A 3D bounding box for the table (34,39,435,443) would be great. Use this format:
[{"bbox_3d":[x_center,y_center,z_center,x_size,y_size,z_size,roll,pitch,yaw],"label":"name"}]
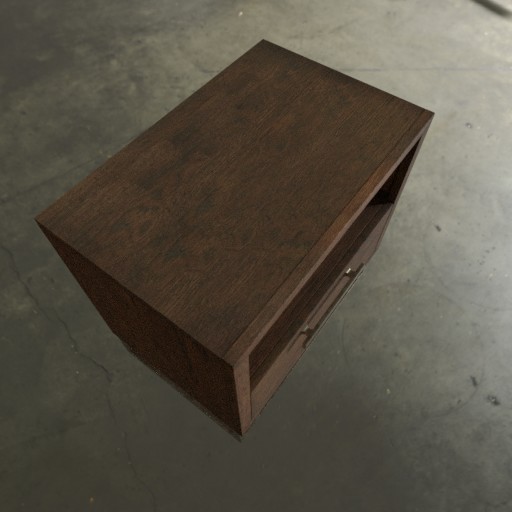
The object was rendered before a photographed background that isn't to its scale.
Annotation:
[{"bbox_3d":[0.000,0.000,1.270,0.542,0.746,0.767,32,63,19],"label":"table"}]
